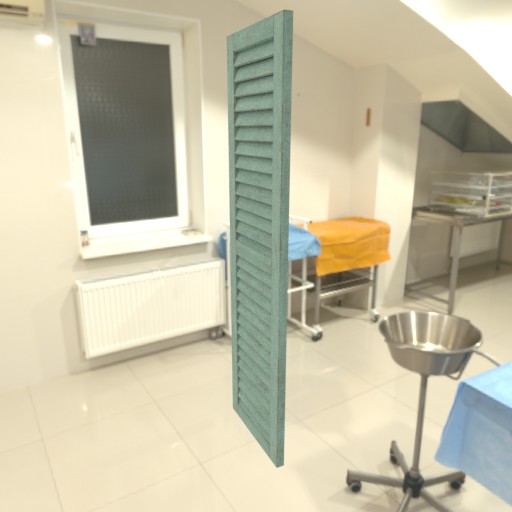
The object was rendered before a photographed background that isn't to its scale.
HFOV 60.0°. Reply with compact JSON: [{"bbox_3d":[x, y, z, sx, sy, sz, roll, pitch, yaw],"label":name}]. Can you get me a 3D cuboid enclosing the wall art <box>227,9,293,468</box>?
[{"bbox_3d":[0.000,0.000,1.292,0.025,1.219,0.329,-8,18,-25],"label":"wall art"}]
